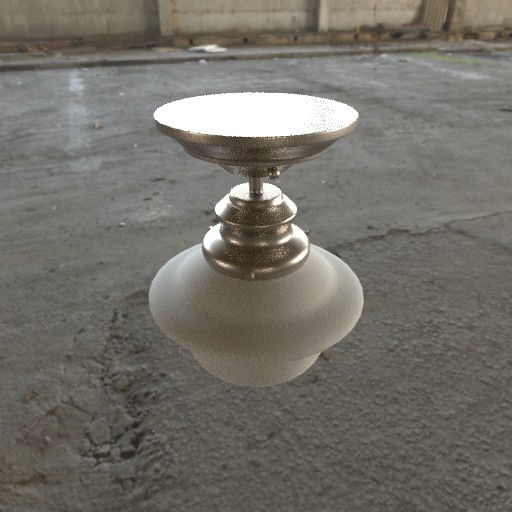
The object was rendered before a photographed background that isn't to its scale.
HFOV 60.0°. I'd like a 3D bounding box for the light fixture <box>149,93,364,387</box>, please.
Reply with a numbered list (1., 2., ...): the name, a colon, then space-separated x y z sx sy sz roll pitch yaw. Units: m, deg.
1. light fixture: 0.000 0.000 0.398 0.199 0.254 0.199 0 30 0
